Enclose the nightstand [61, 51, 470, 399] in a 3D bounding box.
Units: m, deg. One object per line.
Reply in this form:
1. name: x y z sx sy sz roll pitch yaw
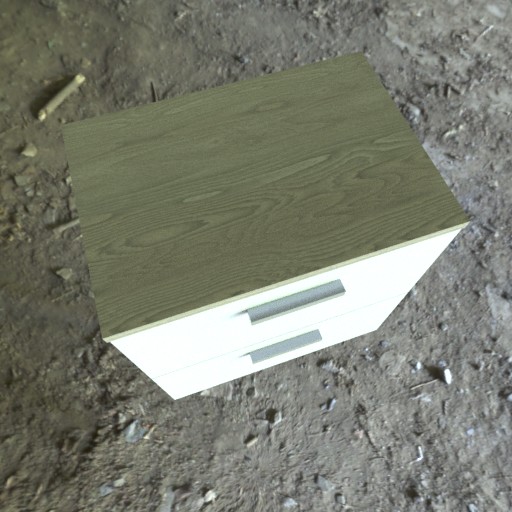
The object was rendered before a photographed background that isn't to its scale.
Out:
1. nightstand: 0.000 0.000 0.765 0.442 0.461 0.325 -17 65 -8
